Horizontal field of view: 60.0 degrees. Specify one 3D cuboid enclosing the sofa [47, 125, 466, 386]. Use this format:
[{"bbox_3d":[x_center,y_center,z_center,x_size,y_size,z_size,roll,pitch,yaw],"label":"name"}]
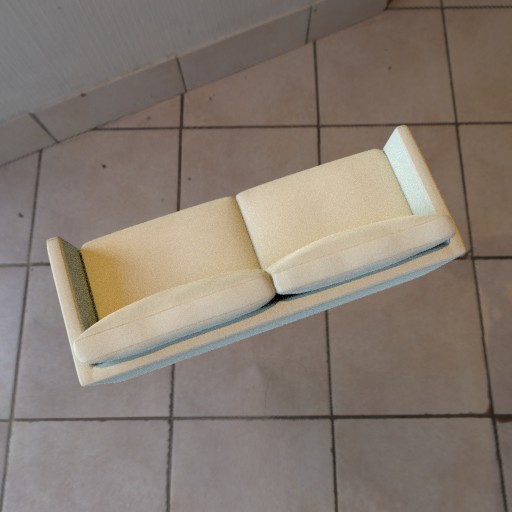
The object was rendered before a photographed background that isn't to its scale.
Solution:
[{"bbox_3d":[0.000,0.000,2.959,2.434,0.965,0.948,-19,77,-4],"label":"sofa"}]
